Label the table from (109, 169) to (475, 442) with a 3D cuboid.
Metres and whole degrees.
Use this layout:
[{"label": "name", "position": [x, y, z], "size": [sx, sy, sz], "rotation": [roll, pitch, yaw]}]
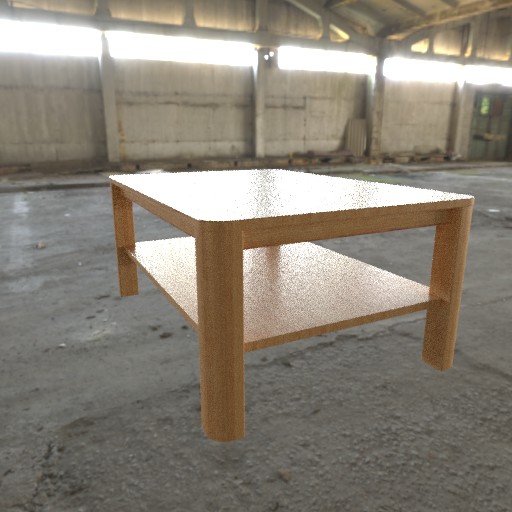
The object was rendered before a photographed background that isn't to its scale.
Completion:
[{"label": "table", "position": [0.000, 0.000, 1.382], "size": [0.696, 0.445, 0.997], "rotation": [-8, 17, -26]}]
